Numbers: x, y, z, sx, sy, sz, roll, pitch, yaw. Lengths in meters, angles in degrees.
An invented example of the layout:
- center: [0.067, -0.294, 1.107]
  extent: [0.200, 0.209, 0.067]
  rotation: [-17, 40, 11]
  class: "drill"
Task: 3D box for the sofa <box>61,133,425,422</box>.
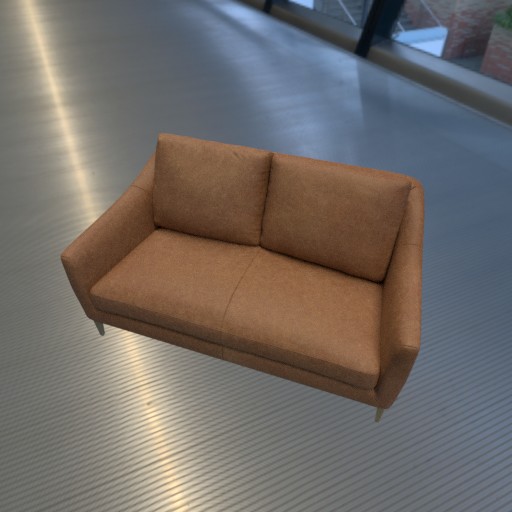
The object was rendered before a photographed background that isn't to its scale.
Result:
- center: [0.000, 0.000, 2.258]
  extent: [1.619, 0.902, 0.960]
  rotation: [13, 42, 15]
  class: "sofa"
